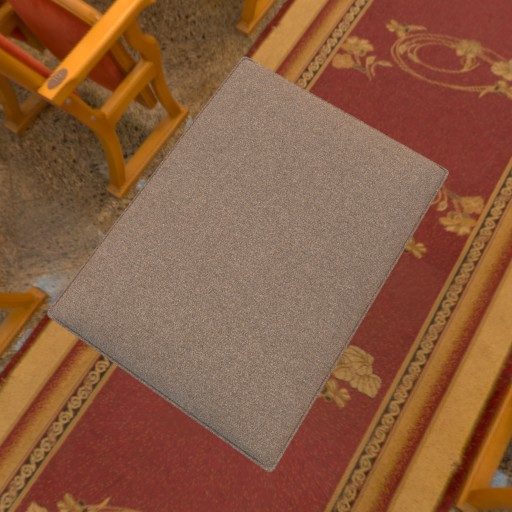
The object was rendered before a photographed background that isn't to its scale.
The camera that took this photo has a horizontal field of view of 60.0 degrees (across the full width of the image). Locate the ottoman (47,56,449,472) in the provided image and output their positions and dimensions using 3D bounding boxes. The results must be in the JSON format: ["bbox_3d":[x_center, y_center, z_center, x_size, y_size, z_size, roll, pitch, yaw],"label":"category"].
[{"bbox_3d":[0.000,0.000,1.133,0.583,0.464,0.785,32,78,8],"label":"ottoman"}]
